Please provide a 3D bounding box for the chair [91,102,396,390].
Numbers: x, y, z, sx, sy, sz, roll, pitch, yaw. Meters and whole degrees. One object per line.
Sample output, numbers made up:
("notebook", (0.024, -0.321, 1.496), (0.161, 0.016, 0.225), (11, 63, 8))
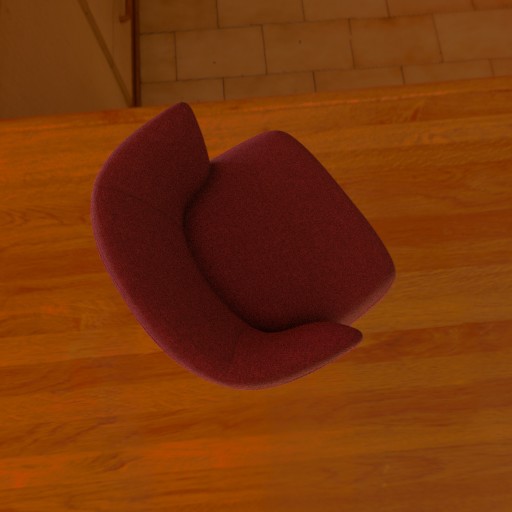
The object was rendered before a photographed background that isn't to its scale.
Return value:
("chair", (0.000, 0.000, 1.307), (0.660, 0.760, 0.700), (-34, 78, -8))
